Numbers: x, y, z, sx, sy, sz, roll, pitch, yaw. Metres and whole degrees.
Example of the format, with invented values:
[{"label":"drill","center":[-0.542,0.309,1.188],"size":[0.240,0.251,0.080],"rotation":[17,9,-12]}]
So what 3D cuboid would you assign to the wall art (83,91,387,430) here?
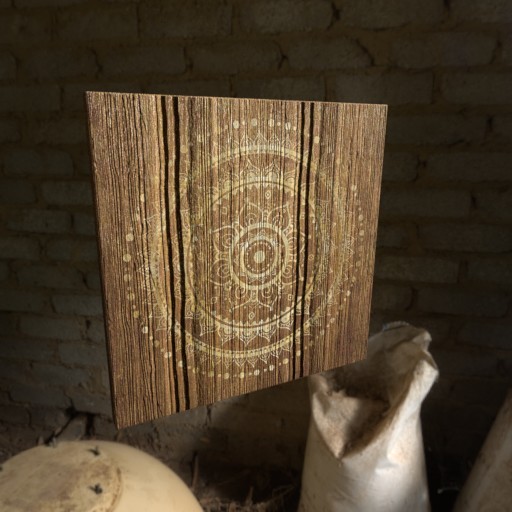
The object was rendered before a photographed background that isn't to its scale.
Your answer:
[{"label":"wall art","center":[0.000,0.000,0.906],"size":[0.611,0.608,0.042],"rotation":[-8,18,-26]}]
